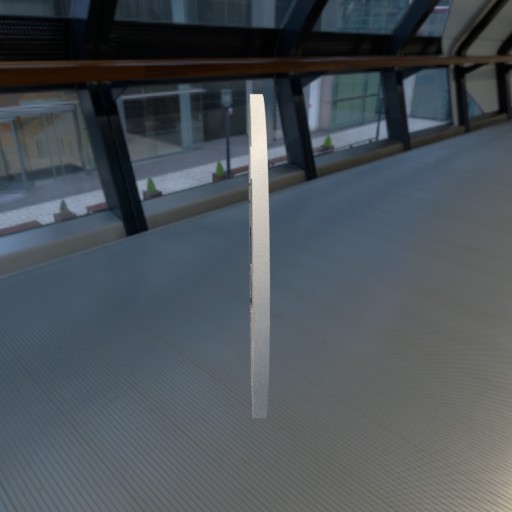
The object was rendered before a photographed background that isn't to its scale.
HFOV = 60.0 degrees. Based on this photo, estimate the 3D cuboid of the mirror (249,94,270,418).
[{"bbox_3d":[0.000,0.000,1.333,0.038,0.914,0.914,-1,26,-1],"label":"mirror"}]
